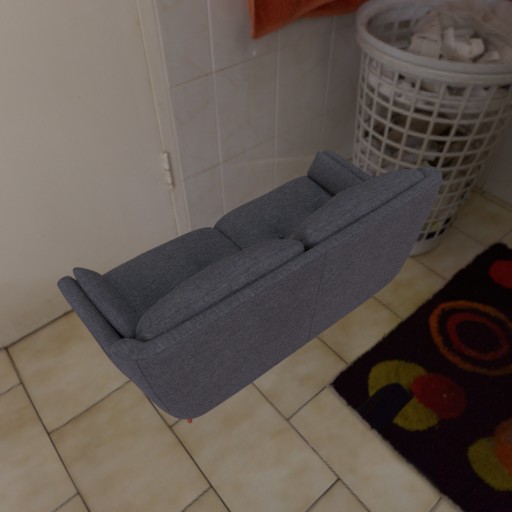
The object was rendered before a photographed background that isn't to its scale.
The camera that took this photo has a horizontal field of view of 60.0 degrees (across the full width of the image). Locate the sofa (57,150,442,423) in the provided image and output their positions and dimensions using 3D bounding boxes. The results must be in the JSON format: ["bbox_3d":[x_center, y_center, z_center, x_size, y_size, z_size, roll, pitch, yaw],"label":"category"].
[{"bbox_3d":[0.000,0.000,2.486,1.929,0.896,0.975,-30,54,-25],"label":"sofa"}]
